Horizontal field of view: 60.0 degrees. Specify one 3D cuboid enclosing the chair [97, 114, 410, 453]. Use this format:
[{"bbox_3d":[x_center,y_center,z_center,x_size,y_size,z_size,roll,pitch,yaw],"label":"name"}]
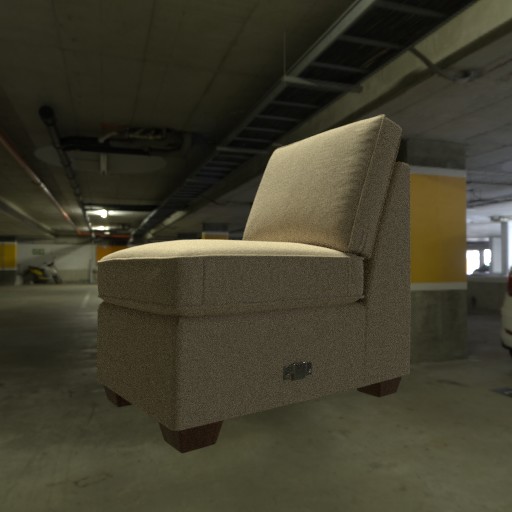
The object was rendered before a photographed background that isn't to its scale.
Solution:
[{"bbox_3d":[0.000,0.000,1.533,0.938,0.970,0.621,1,-1,-37],"label":"chair"}]
